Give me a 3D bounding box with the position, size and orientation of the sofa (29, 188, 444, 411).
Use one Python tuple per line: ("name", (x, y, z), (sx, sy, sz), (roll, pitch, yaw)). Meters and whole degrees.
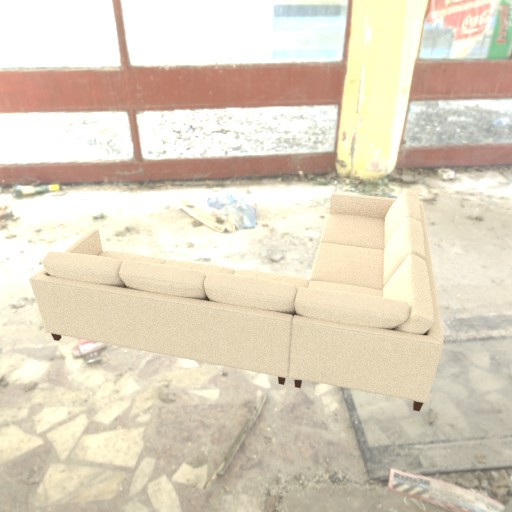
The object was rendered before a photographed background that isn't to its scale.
("sofa", (0.000, 0.000, 4.357), (3.182, 0.863, 2.432), (8, 32, 12))
